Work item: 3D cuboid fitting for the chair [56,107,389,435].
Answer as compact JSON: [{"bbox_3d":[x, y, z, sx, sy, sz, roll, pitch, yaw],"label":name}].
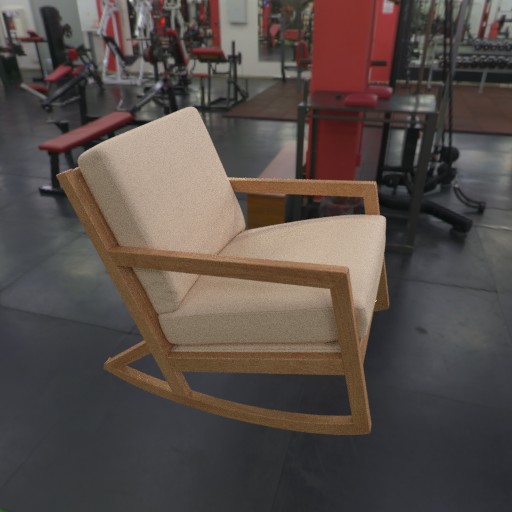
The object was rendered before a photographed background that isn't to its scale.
[{"bbox_3d":[0.000,0.000,1.410,0.857,0.790,0.622,10,31,17],"label":"chair"}]
